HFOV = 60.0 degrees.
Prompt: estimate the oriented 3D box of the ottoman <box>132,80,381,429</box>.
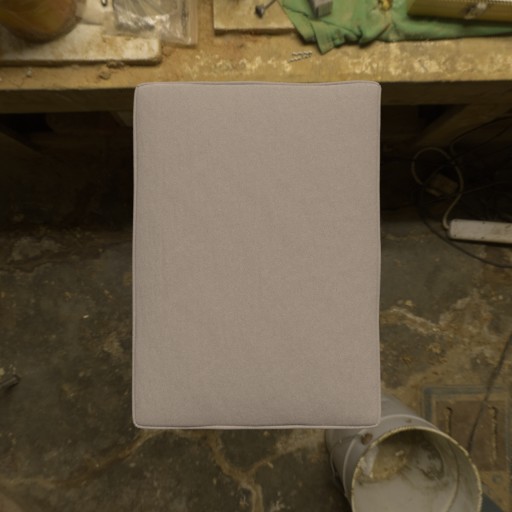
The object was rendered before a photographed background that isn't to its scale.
[{"bbox_3d":[0.000,0.000,1.336,0.703,0.479,0.944,0,89,0],"label":"ottoman"}]
